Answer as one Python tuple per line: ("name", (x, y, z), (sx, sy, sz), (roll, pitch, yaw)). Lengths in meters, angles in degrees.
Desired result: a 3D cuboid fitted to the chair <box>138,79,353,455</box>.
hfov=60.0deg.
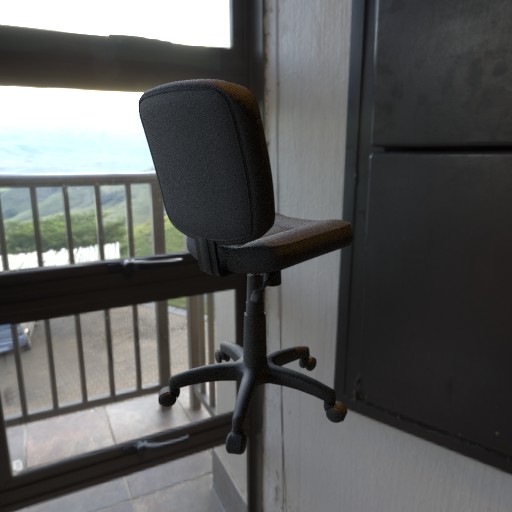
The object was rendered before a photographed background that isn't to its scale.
("chair", (0.000, 0.000, 1.391), (0.610, 0.972, 0.610), (-13, 18, -43))
